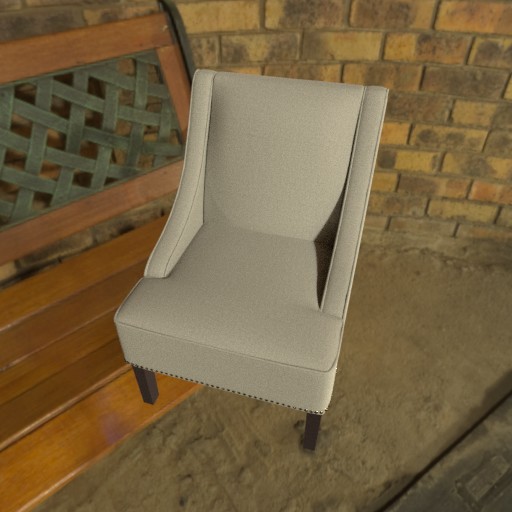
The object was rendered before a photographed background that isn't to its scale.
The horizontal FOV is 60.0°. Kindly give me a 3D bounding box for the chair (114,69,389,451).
[{"bbox_3d":[0.000,0.000,1.368,0.610,0.864,0.737,11,41,13],"label":"chair"}]
